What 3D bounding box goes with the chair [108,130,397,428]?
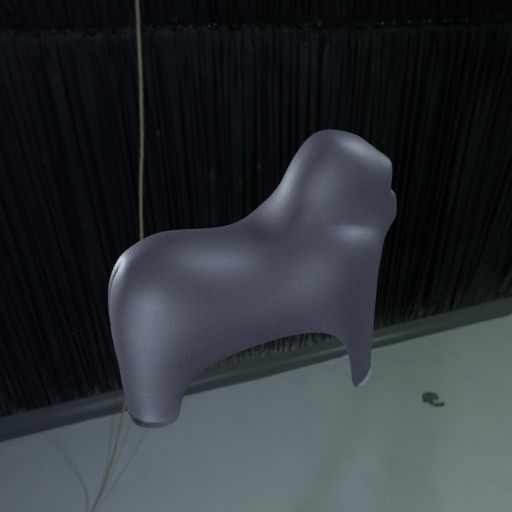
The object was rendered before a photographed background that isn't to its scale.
[{"bbox_3d":[0.000,0.000,1.138,0.758,0.600,0.490,-11,32,-17],"label":"chair"}]
